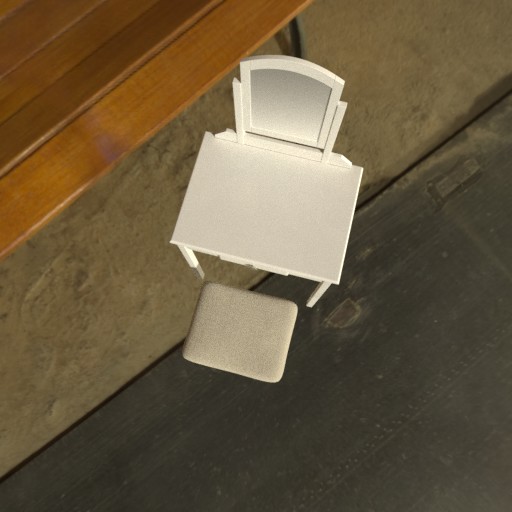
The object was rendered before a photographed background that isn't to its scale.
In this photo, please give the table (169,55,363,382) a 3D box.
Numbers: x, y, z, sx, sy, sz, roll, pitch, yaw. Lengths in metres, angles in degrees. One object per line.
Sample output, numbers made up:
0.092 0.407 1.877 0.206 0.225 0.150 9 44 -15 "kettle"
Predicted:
0.000 0.000 2.320 0.876 1.631 1.211 14 76 4 "table"
